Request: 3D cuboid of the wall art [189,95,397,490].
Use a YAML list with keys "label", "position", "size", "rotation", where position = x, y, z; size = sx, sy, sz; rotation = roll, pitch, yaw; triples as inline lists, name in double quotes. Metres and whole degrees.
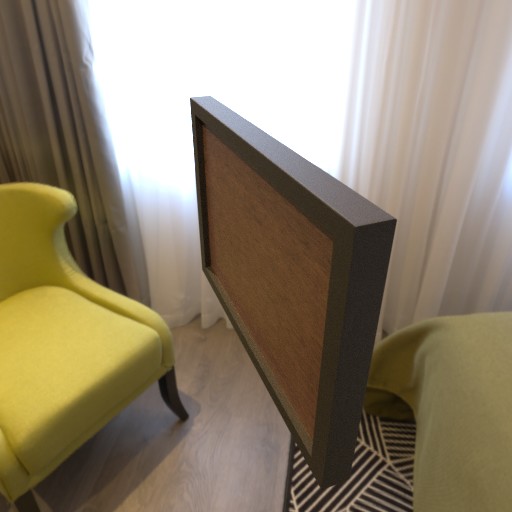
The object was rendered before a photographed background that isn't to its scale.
- label: "wall art"
  position: [0.000, 0.000, 0.839]
  size: [0.051, 0.456, 0.671]
  rotation: [-12, 33, -18]
